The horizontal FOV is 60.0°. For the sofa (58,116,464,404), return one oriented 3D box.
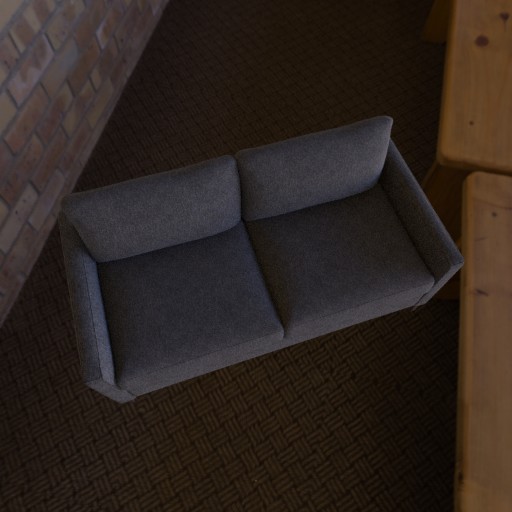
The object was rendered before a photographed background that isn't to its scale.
[{"bbox_3d":[0.000,0.000,2.186,1.716,0.862,0.866,-16,64,-8],"label":"sofa"}]
